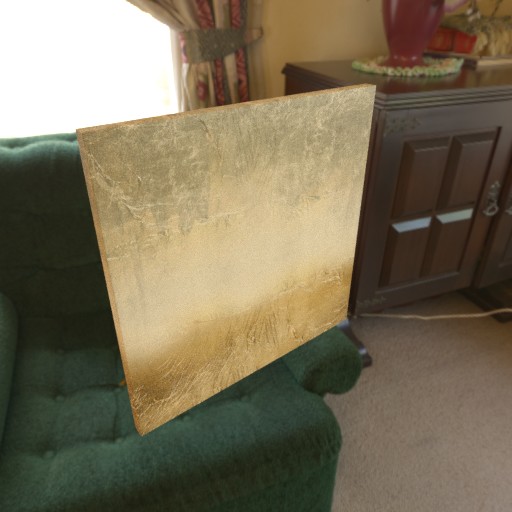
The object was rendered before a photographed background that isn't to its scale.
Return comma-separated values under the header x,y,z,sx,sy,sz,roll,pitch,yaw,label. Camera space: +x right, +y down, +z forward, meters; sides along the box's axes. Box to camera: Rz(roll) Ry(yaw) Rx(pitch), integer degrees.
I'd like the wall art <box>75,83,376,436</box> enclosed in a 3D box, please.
x,y,z,sx,sy,sz,roll,pitch,yaw,label
0.000,0.000,1.638,1.092,1.091,0.051,-22,36,-32,wall art
